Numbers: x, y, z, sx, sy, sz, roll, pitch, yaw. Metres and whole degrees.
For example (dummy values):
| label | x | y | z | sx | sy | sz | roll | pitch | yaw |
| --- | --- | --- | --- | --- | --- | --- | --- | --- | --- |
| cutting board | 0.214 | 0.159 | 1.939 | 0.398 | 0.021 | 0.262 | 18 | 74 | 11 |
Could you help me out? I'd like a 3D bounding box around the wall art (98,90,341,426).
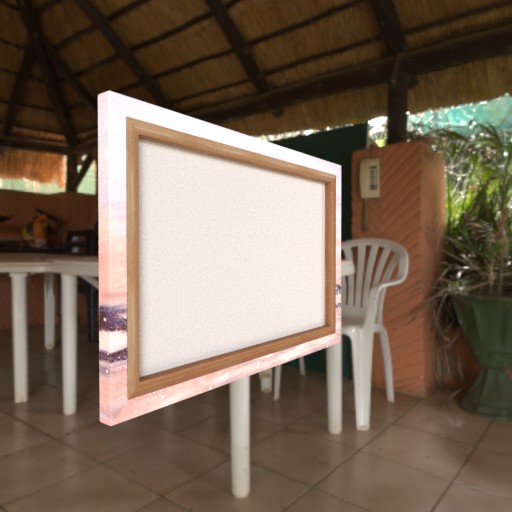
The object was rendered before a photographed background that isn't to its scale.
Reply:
| label | x | y | z | sx | sy | sz | roll | pitch | yaw |
| --- | --- | --- | --- | --- | --- | --- | --- | --- | --- |
| wall art | 0.000 | 0.000 | 1.173 | 0.038 | 0.609 | 0.913 | 1 | 1 | 38 |
